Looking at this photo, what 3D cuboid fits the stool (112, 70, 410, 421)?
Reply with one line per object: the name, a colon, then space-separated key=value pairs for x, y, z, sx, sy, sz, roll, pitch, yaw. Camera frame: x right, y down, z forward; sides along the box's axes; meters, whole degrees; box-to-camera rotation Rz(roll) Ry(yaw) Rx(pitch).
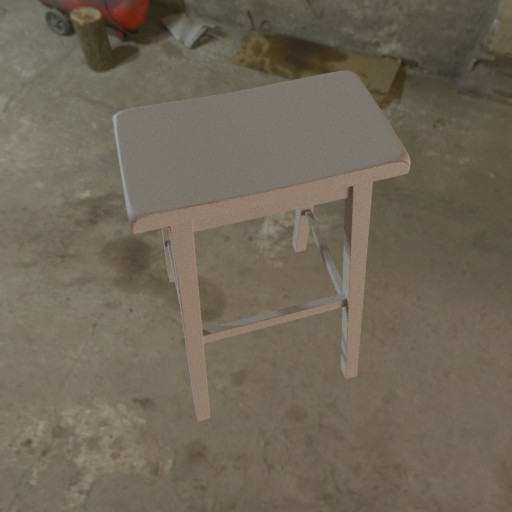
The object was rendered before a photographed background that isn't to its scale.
stool: x=0.000 y=0.000 z=1.031 sx=0.457 sy=0.737 sz=0.476 roll=-13 pitch=58 yaw=-8
